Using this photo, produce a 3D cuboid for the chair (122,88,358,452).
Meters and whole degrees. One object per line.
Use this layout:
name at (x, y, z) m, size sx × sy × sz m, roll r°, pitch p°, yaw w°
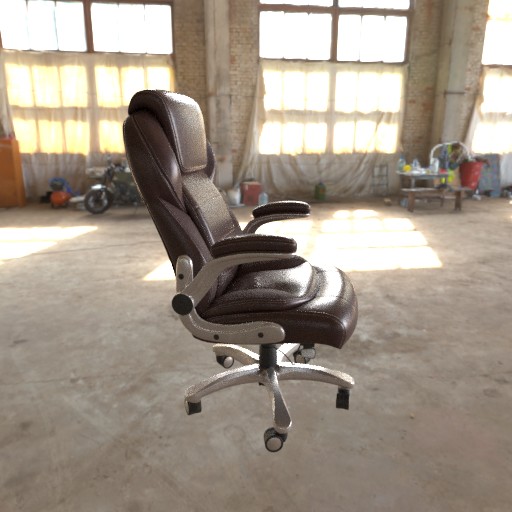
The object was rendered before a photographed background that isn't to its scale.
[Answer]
chair at (0.000, 0.000, 1.647) m, size 0.774 × 1.160 × 0.733 m, roll 3°, pitch 16°, yaw 10°
